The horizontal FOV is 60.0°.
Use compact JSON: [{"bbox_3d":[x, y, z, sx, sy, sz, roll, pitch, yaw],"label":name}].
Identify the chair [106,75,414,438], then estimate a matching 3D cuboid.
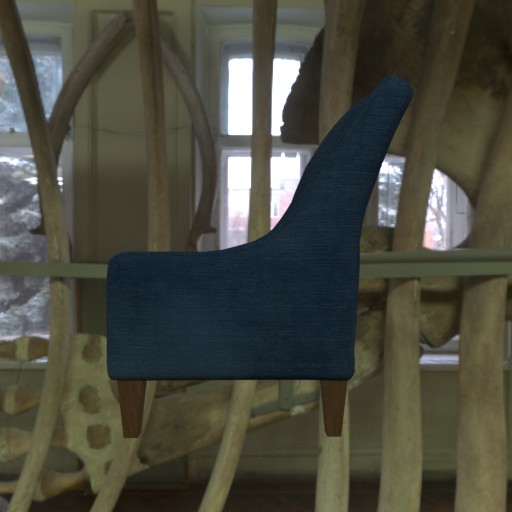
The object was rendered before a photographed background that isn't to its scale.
[{"bbox_3d":[0.000,0.000,1.591,0.870,1.014,0.774,0,0,-1],"label":"chair"}]
